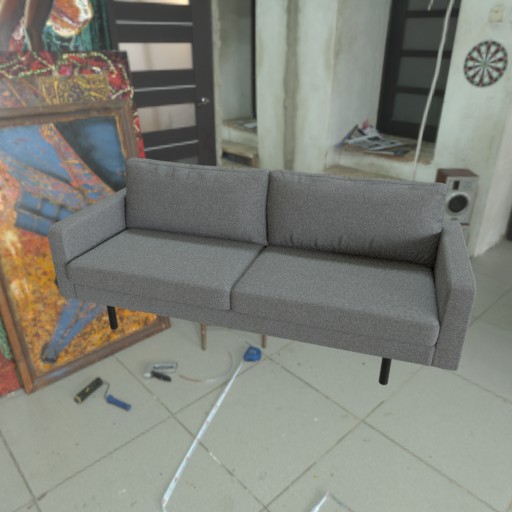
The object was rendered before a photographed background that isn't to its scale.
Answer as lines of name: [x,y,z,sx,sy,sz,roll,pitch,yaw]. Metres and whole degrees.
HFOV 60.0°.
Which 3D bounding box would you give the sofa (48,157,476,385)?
sofa: [0.000,0.000,2.569,2.200,0.880,0.880,8,27,16]
